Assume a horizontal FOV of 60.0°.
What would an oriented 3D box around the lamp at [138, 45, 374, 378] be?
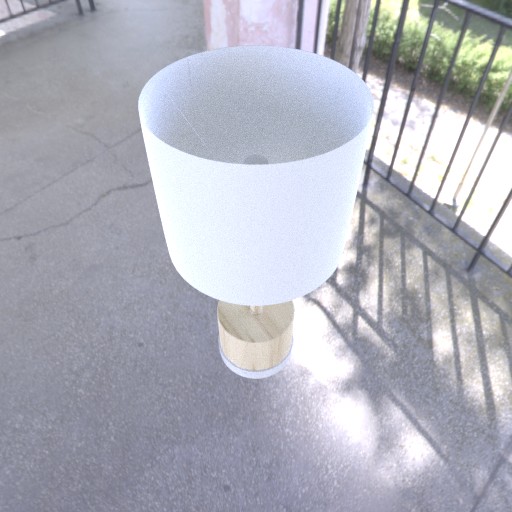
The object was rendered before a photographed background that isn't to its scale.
[{"bbox_3d":[0.000,0.000,0.607,0.229,0.470,0.229,-26,53,-21],"label":"lamp"}]
